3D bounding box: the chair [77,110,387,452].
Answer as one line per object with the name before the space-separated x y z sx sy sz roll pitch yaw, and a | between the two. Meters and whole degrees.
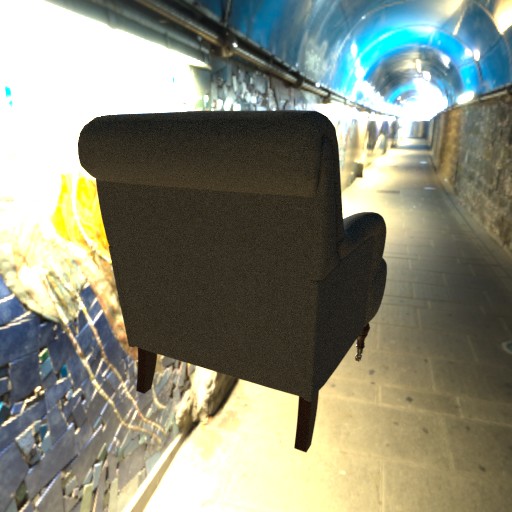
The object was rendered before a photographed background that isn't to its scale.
chair | 0.000 0.000 1.542 0.766 0.942 0.843 9 18 27
